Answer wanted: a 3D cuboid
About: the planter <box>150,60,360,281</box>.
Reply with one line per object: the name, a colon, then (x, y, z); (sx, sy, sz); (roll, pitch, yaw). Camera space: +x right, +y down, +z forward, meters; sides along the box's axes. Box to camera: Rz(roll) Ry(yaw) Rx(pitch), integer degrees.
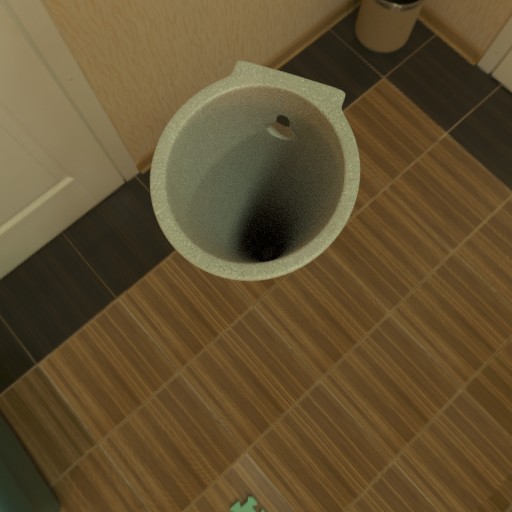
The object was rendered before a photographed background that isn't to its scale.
planter: (0.000, 0.000, 0.214); (0.057, 0.191, 0.064); (19, 76, 5)
